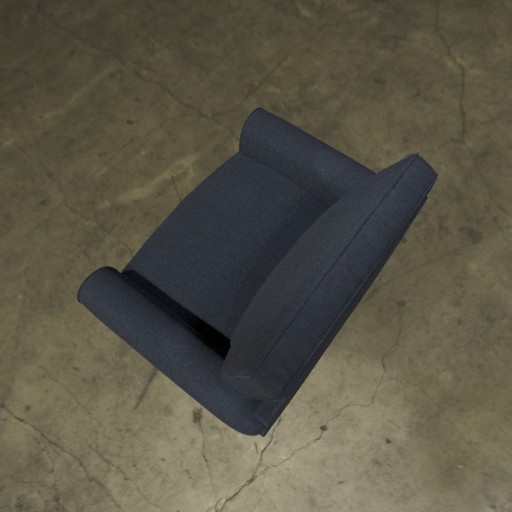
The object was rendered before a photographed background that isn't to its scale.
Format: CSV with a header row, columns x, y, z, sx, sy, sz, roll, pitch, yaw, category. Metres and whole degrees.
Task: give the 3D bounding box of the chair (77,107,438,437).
x,y,z,sx,sy,sz,roll,pitch,yaw,category
0.000,0.000,2.001,0.963,1.044,1.285,35,70,15,chair
